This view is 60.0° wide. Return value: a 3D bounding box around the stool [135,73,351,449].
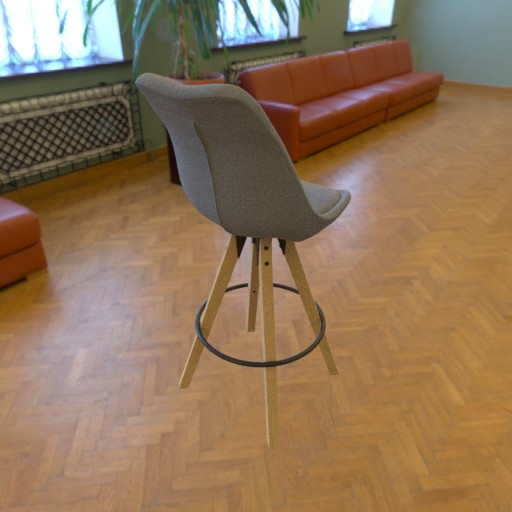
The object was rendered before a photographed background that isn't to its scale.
[{"bbox_3d":[0.000,0.000,1.400,0.485,1.115,0.550,21,37,32],"label":"stool"}]
